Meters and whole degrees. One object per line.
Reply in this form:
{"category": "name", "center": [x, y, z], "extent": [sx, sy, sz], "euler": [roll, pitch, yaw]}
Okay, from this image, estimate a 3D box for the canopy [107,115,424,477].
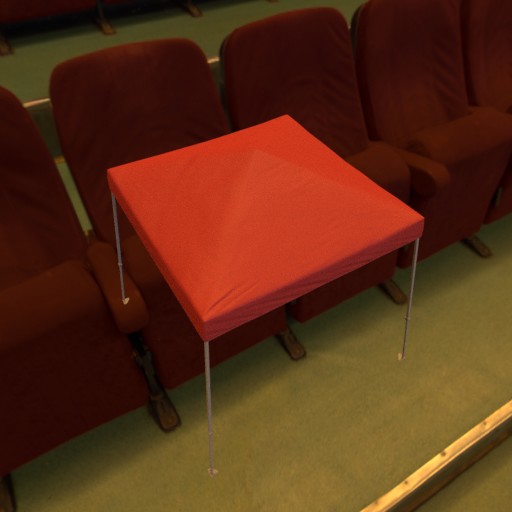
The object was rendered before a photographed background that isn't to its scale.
{"category": "canopy", "center": [0.000, 0.000, 6.498], "extent": [3.600, 3.600, 3.599], "euler": [-23, 50, -21]}
